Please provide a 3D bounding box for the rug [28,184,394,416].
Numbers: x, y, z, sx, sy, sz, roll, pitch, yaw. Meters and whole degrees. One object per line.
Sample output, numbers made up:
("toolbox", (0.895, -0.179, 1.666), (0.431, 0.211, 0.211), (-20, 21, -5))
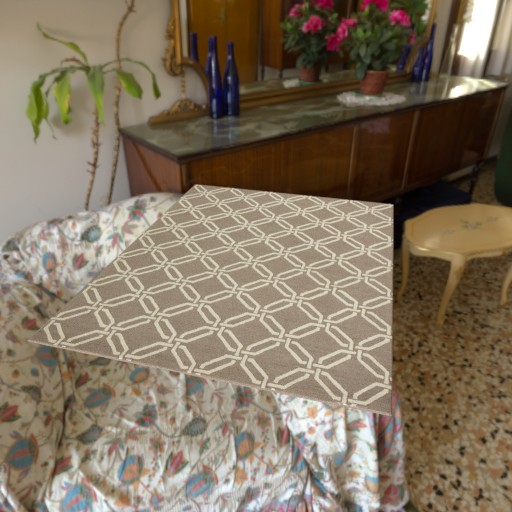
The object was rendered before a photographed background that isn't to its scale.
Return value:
("rug", (0.000, 0.000, 3.822), (2.288, 0.018, 2.895), (8, 31, 13))
